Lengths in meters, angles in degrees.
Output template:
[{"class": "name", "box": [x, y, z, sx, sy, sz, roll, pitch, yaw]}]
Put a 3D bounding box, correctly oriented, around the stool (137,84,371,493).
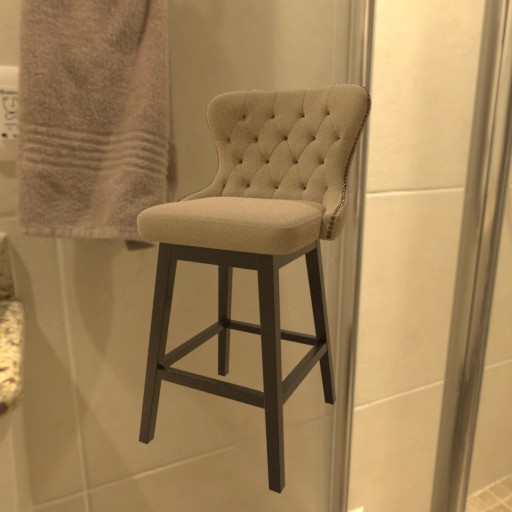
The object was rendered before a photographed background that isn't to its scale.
[{"class": "stool", "box": [0.000, 0.000, 1.273, 0.528, 0.971, 0.593, 7, 15, 26]}]
